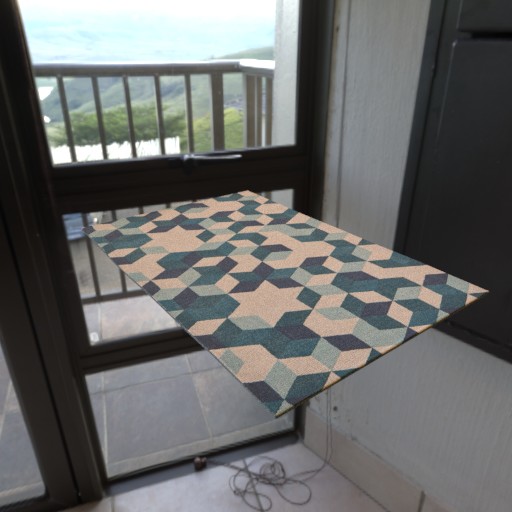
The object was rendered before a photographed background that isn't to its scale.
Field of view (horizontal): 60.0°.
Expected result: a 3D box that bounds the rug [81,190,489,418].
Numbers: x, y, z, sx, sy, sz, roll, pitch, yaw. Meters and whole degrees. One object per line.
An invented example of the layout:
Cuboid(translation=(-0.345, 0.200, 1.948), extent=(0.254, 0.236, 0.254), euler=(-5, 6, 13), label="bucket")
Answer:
Cuboid(translation=(0.000, 0.000, 2.299), extent=(1.235, 0.014, 1.829), euler=(-18, 31, -32), label="rug")
